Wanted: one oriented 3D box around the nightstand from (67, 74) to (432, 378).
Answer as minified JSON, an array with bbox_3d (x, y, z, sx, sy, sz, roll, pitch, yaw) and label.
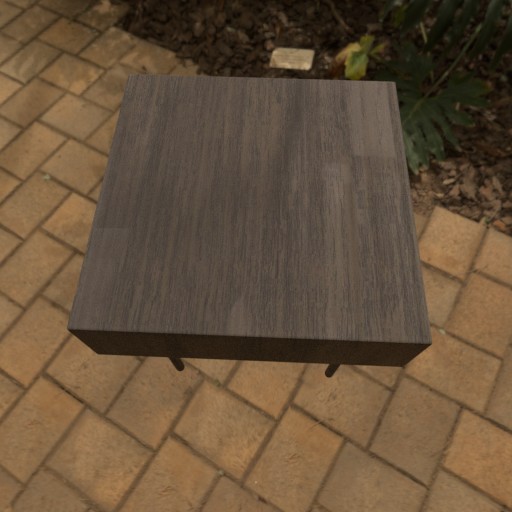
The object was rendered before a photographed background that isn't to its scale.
[{"bbox_3d":[0.000,0.000,0.939,0.503,0.497,0.502,2,63,1],"label":"nightstand"}]
